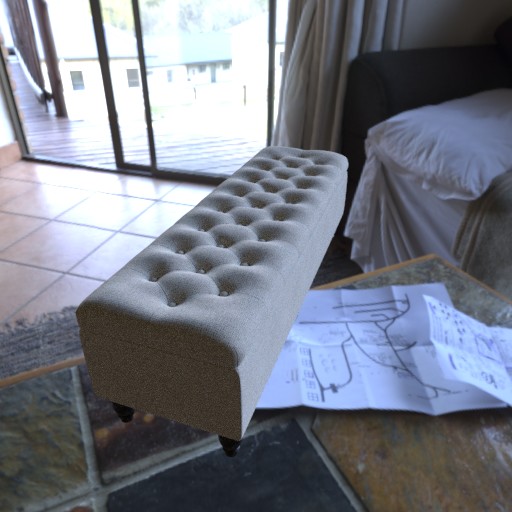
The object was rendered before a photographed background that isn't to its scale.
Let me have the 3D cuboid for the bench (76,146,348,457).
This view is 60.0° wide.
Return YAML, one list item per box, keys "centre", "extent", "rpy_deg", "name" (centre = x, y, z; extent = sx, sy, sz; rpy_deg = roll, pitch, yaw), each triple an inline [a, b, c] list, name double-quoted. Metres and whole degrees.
- centre: [0.000, 0.000, 1.732]
  extent: [0.455, 0.467, 1.480]
  rpy_deg: [10, 32, 17]
  name: "bench"
